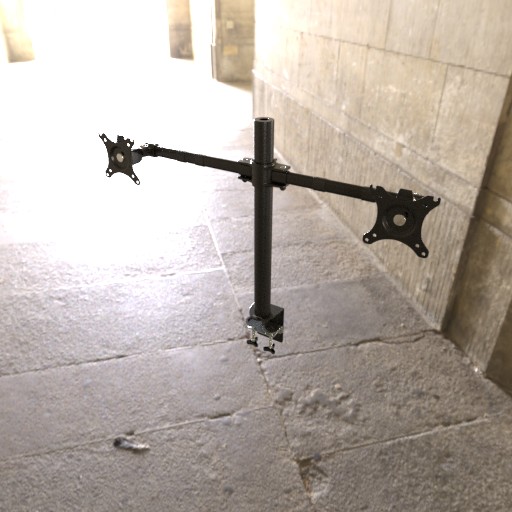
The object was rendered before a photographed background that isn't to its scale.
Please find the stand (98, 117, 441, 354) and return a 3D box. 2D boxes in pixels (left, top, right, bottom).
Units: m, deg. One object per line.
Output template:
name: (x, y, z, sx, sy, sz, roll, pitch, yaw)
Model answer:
stand: (0.000, 0.000, 1.018, 0.743, 0.603, 0.150, 17, 34, 26)
